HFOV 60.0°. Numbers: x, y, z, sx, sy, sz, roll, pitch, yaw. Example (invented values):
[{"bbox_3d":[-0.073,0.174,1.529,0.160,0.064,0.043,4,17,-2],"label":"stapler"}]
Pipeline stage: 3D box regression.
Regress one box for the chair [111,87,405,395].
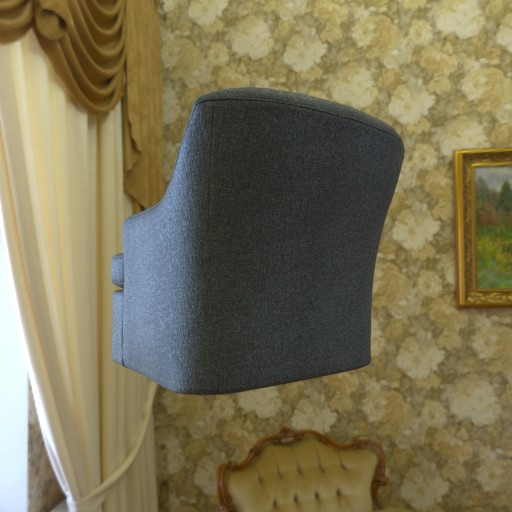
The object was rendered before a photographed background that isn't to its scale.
[{"bbox_3d":[0.000,0.000,1.611,0.864,0.856,0.923,2,-3,-37],"label":"chair"}]
